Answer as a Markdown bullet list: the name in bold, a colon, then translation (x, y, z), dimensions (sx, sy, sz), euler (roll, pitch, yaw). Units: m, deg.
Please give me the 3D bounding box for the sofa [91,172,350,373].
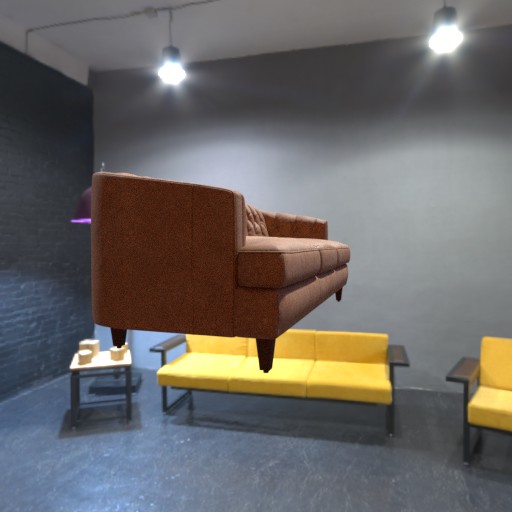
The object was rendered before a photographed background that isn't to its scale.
- **sofa**: translation (0.000, 0.000, 2.709), dimensions (0.922, 0.791, 2.257), euler (0, 2, 18)
